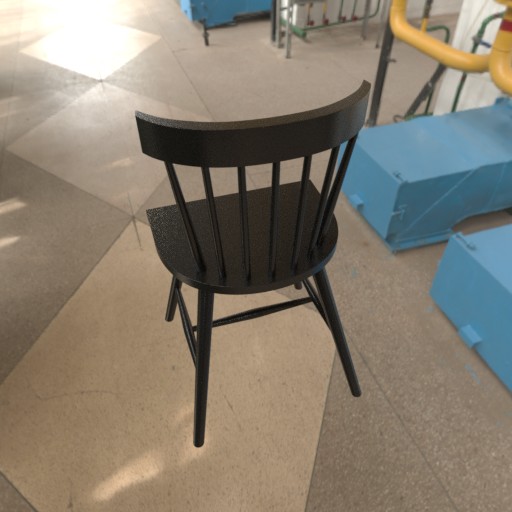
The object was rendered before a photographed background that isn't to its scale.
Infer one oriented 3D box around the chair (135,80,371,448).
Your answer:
[{"bbox_3d":[0.000,0.000,1.130,0.506,0.844,0.483,-13,44,-13],"label":"chair"}]
